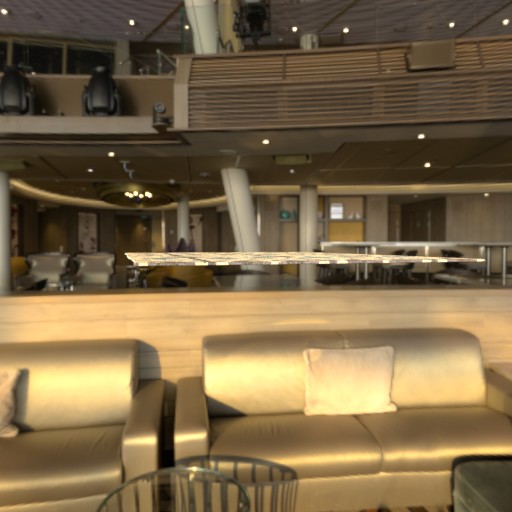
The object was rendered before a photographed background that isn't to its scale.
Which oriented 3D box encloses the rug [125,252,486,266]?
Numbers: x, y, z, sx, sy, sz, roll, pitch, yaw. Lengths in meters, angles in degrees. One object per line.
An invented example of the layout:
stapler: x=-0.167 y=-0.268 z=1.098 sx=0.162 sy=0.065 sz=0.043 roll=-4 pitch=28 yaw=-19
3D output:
rug: x=0.000 y=0.000 z=3.009 sx=1.676 sy=0.013 sz=2.261 roll=0 pitch=2 yaw=-17
